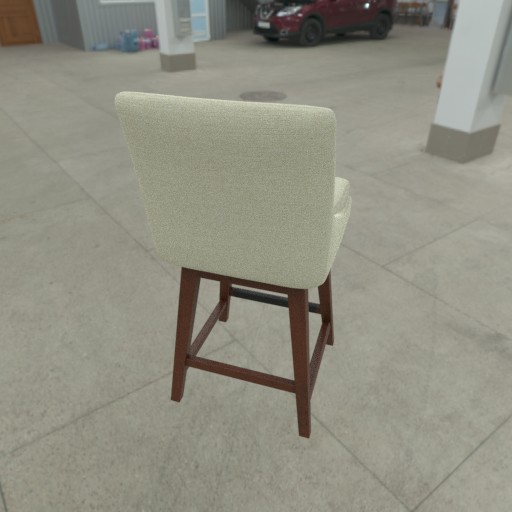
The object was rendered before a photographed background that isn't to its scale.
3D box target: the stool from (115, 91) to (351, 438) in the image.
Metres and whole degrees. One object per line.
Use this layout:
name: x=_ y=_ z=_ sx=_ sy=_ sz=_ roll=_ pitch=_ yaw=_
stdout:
stool: x=0.000 y=0.000 z=1.292 sx=0.469 sy=0.991 sz=0.559 roll=10 pitch=34 yaw=15
